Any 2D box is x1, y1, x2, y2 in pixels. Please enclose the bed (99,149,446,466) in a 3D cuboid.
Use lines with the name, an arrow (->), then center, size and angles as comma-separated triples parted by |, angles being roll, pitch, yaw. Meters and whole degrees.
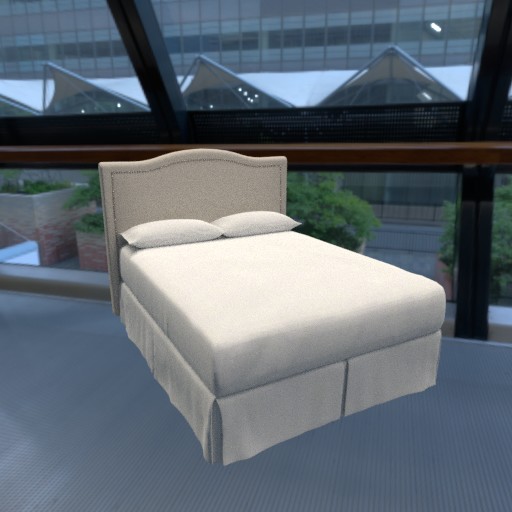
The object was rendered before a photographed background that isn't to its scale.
bed -> 0.000, 0.000, 3.253 | 1.753, 1.460, 2.143 | -9, 18, -28
